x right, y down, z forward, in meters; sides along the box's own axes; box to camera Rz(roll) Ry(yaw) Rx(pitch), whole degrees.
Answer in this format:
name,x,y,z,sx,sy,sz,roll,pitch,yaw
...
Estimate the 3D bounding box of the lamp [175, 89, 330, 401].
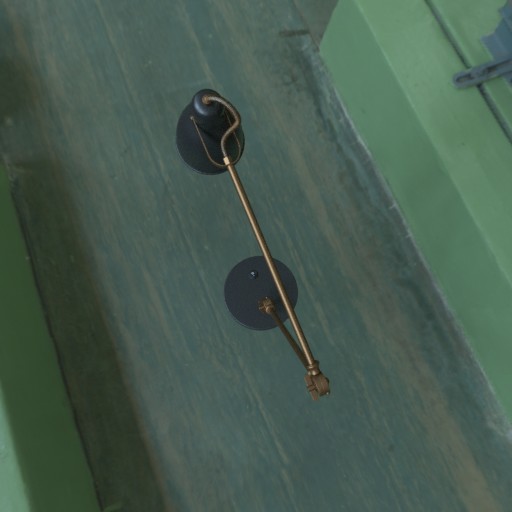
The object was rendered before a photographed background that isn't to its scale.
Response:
name,x,y,z,sx,sy,sz,roll,pitch,yaw
lamp,0.000,0.000,0.869,0.187,0.587,0.561,-23,77,-6
